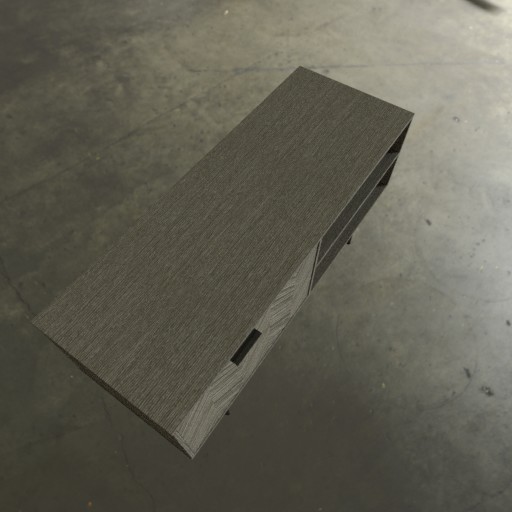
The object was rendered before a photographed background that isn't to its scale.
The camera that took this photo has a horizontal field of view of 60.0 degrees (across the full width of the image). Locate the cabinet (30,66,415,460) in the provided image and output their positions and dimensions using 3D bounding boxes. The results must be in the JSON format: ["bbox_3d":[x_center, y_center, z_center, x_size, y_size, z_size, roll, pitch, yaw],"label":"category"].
[{"bbox_3d":[0.000,0.000,1.593,0.500,0.599,1.300,31,63,18],"label":"cabinet"}]
